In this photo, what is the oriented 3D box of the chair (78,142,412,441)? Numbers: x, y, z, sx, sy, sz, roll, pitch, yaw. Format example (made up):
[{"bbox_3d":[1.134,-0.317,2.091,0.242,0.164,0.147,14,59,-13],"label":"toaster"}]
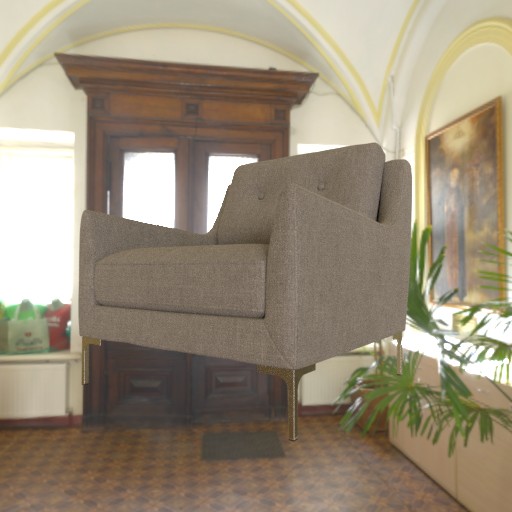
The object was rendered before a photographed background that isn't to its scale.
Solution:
[{"bbox_3d":[0.000,0.000,1.525,0.847,0.828,0.849,-1,-2,36],"label":"chair"}]
